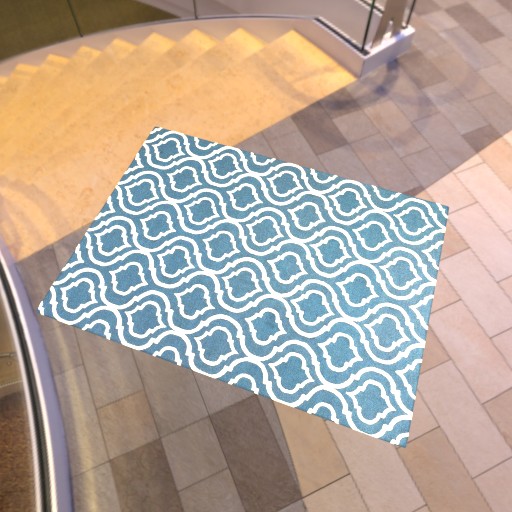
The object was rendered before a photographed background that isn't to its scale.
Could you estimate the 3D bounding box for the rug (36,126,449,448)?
[{"bbox_3d":[0.000,0.000,4.277,3.353,0.010,2.438,17,62,10],"label":"rug"}]
